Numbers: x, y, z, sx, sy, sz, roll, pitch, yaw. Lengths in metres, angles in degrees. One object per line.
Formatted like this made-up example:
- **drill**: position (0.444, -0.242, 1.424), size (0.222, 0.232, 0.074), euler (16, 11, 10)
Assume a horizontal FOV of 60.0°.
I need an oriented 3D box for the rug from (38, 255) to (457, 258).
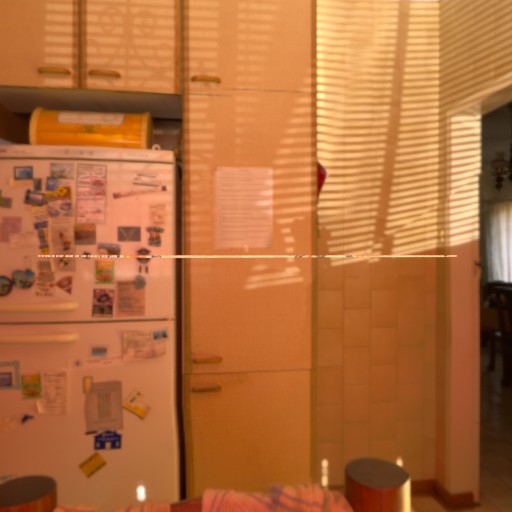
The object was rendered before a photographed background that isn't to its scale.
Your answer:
- **rug**: position (0.000, 0.000, 3.018), size (2.428, 0.010, 1.533), euler (0, 0, -37)
